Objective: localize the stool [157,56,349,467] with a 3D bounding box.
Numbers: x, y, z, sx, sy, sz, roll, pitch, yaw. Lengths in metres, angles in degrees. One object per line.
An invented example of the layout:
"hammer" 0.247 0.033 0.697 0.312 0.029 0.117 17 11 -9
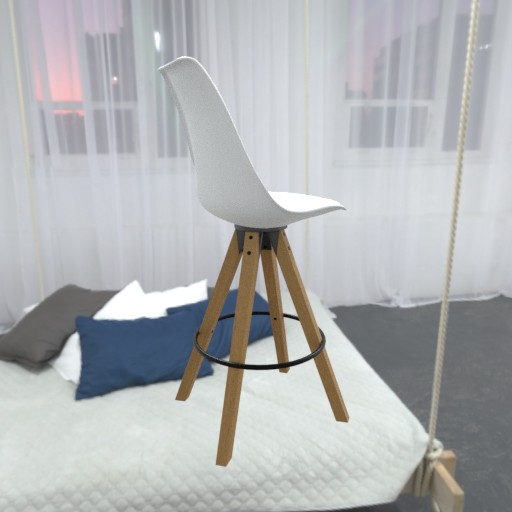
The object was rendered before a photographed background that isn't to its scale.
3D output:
"stool" 0.000 0.000 1.421 0.549 1.115 0.482 -7 16 -27
